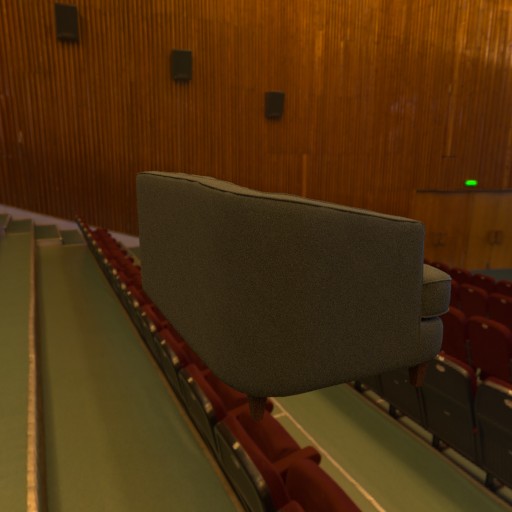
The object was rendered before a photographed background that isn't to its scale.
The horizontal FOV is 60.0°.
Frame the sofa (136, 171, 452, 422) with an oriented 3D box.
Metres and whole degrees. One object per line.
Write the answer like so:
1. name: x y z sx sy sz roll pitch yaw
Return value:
1. sofa: 0.000 0.000 2.294 0.941 0.855 1.733 -6 14 -26
